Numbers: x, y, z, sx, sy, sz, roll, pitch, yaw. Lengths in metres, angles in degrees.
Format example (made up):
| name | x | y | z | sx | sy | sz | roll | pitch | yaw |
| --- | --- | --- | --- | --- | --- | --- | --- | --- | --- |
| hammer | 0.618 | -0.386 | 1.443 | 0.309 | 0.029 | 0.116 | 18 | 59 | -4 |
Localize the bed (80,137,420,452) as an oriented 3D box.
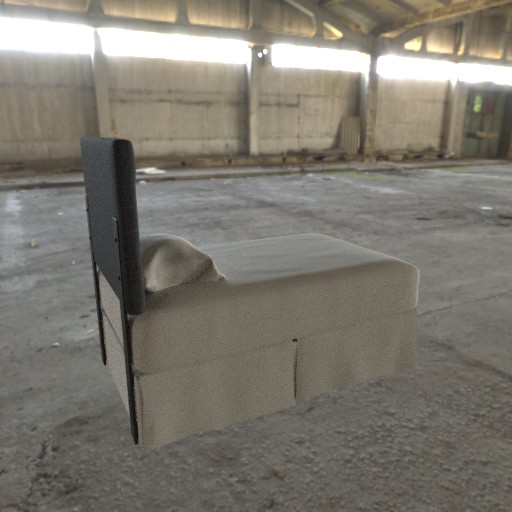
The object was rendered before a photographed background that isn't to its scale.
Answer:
| name | x | y | z | sx | sy | sz | roll | pitch | yaw |
| --- | --- | --- | --- | --- | --- | --- | --- | --- | --- |
| bed | 0.000 | 0.000 | 3.017 | 1.997 | 1.571 | 1.261 | -8 | 17 | -27 |
